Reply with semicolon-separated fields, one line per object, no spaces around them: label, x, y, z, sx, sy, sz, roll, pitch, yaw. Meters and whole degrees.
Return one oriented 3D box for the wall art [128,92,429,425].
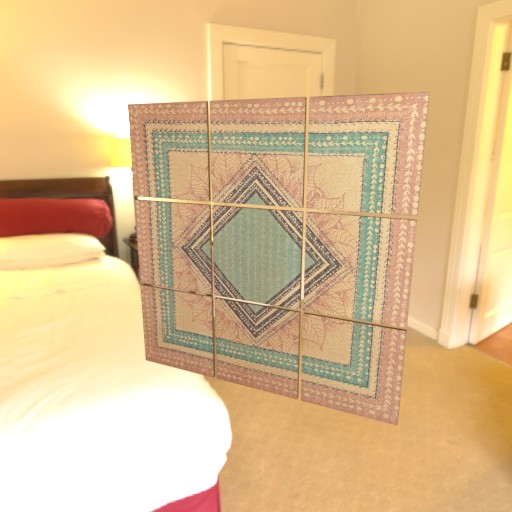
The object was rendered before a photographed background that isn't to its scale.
wall art;0.000;0.000;1.812;1.215;1.213;0.013;7;16;24
